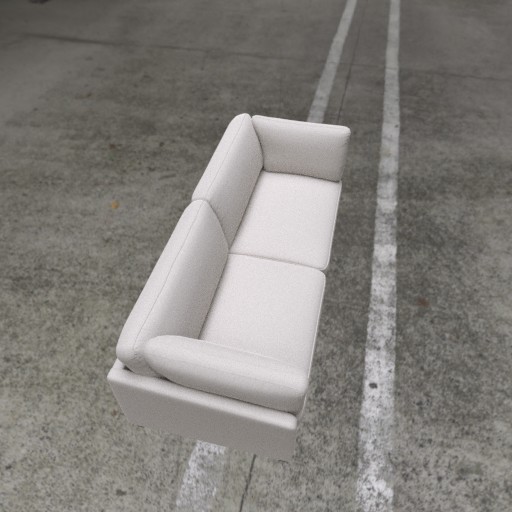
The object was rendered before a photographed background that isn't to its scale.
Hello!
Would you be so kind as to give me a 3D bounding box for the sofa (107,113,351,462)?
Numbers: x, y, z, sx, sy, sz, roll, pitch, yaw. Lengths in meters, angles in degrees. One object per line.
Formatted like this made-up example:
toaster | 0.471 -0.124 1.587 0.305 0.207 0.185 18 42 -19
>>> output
sofa | 0.000 0.000 2.913 0.957 0.863 2.301 10 48 9
